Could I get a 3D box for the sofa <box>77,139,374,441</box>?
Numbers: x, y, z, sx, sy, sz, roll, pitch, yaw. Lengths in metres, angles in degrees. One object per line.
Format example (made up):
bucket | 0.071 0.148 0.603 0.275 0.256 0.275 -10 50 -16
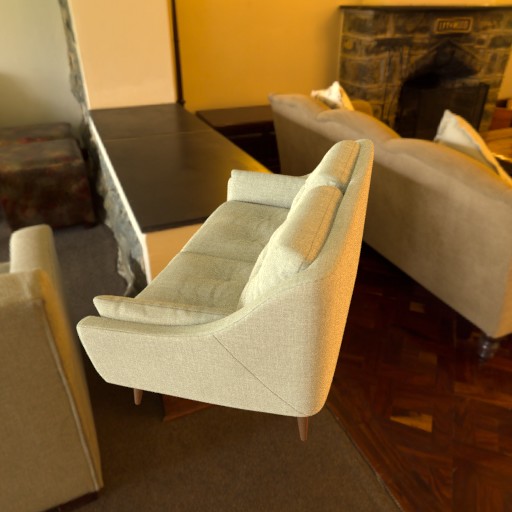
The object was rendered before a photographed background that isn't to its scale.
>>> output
sofa | 0.000 0.000 2.220 0.965 0.888 1.652 9 31 15
